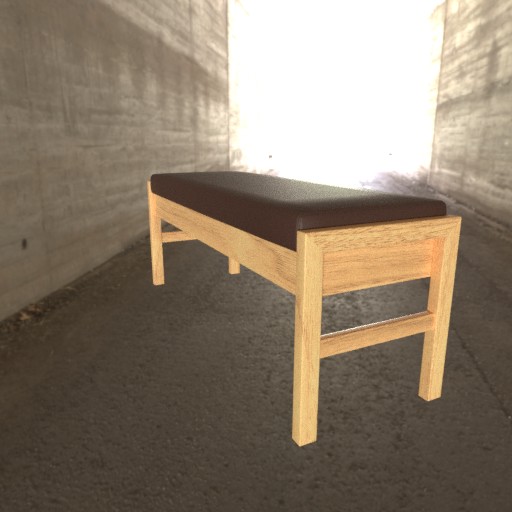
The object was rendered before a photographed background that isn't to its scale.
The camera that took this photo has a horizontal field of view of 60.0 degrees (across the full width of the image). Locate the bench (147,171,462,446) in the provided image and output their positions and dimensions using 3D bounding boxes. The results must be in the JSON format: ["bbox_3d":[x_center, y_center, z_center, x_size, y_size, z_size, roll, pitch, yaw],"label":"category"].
[{"bbox_3d":[0.000,0.000,1.451,0.405,0.480,1.200,-7,16,-26],"label":"bench"}]
